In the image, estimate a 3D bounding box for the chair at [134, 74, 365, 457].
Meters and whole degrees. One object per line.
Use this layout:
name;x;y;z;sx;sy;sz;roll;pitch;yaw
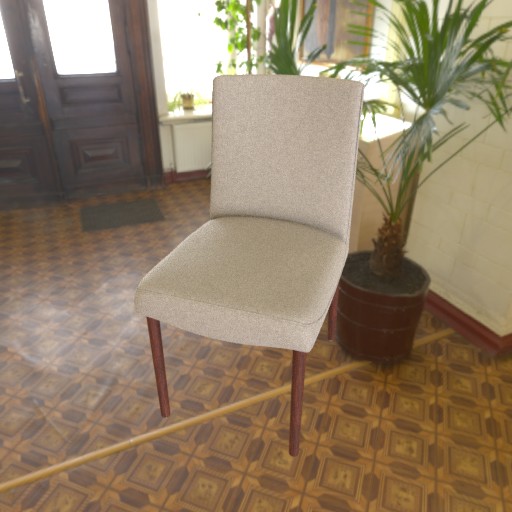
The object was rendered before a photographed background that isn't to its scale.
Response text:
chair;0.000;0.000;1.197;0.456;0.859;0.570;10;29;17
